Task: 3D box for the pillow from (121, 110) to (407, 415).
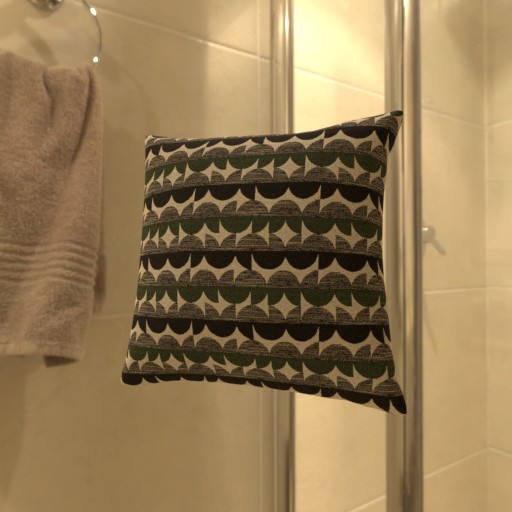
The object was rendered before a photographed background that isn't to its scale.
[{"bbox_3d":[0.000,0.000,0.654,0.419,0.404,0.180,0,-1,18],"label":"pillow"}]
